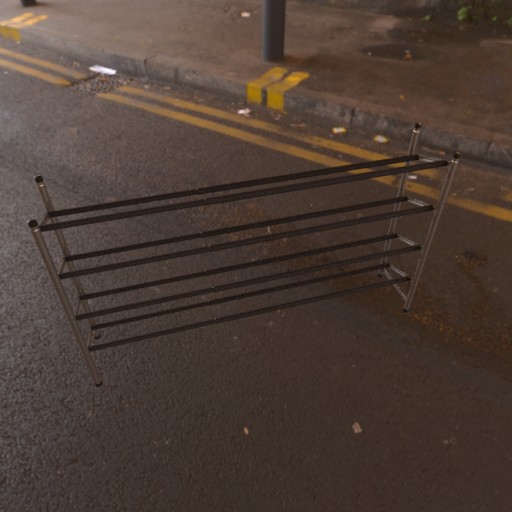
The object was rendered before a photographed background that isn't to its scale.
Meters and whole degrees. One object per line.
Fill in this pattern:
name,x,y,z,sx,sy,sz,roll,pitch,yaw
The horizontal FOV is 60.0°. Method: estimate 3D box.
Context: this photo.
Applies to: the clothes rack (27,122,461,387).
clothes rack,0.000,0.000,1.443,1.168,0.672,0.229,-11,42,-12
